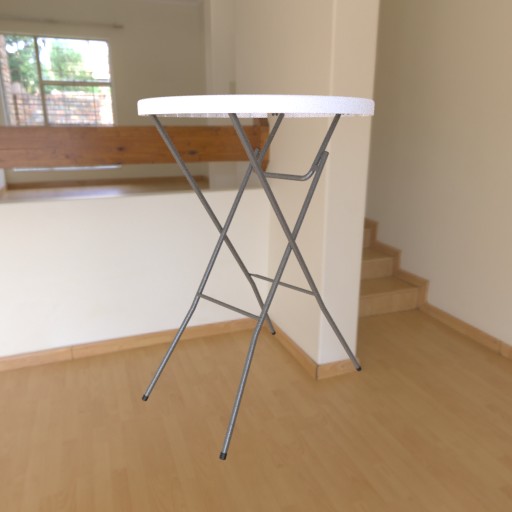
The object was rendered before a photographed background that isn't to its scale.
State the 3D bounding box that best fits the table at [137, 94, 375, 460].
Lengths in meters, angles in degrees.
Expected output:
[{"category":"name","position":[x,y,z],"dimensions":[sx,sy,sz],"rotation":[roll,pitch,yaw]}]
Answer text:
[{"category":"table","position":[0.000,0.000,1.682],"dimensions":[0.792,1.105,0.795],"rotation":[15,22,42]}]
